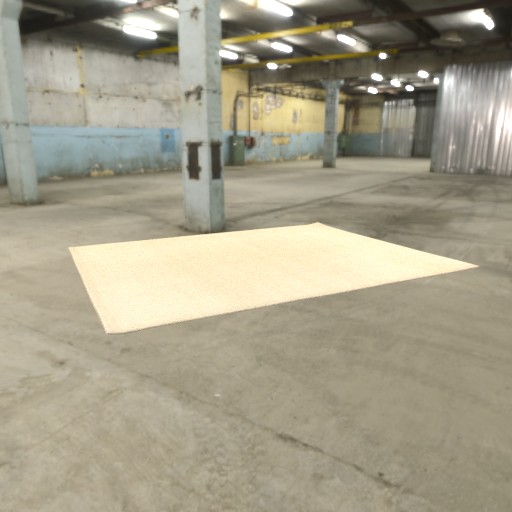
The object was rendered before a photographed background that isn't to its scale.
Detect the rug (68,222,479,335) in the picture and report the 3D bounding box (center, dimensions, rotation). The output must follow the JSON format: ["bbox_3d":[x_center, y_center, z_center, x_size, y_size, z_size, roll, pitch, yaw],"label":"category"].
[{"bbox_3d":[0.000,0.000,3.907,2.897,0.035,2.277,-7,16,-26],"label":"rug"}]
